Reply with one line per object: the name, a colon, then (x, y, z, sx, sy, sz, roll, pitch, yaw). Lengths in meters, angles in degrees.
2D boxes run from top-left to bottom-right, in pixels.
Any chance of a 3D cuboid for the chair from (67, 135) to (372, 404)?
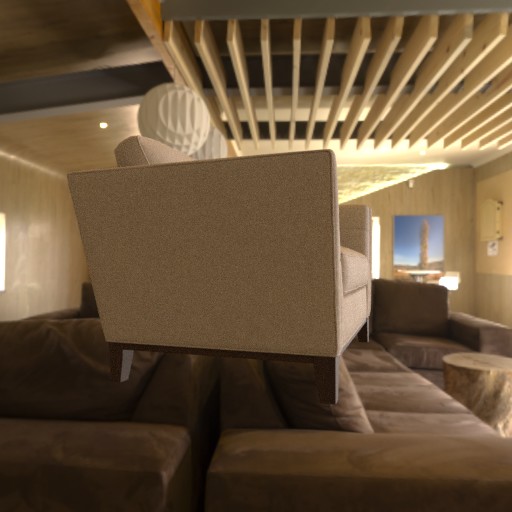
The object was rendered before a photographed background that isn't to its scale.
chair: (0.000, 0.000, 2.084, 0.965, 0.940, 1.397, 0, -1, 19)
